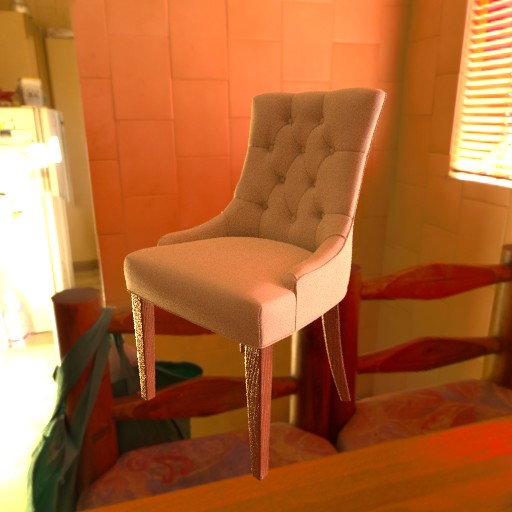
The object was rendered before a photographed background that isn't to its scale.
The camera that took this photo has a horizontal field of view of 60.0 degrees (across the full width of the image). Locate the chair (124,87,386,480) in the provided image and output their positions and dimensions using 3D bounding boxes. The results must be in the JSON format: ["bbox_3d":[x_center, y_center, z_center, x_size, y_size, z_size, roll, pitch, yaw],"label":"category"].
[{"bbox_3d":[0.000,0.000,1.212,0.509,0.874,0.565,15,22,41],"label":"chair"}]
